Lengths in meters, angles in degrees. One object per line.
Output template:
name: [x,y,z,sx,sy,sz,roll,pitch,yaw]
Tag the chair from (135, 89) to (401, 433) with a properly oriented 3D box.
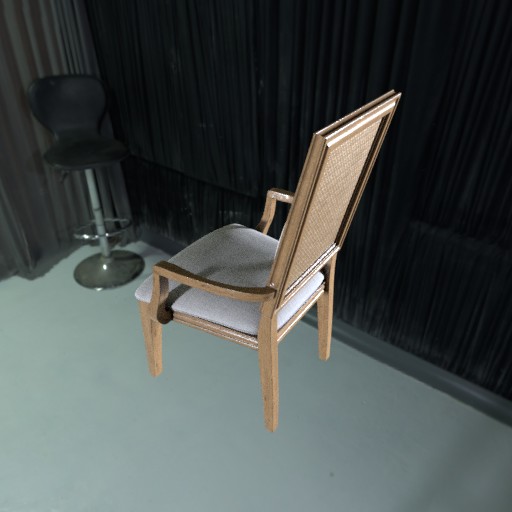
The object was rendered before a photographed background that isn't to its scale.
chair: [0.000,0.000,1.381,0.602,0.990,0.606,21,39,28]
